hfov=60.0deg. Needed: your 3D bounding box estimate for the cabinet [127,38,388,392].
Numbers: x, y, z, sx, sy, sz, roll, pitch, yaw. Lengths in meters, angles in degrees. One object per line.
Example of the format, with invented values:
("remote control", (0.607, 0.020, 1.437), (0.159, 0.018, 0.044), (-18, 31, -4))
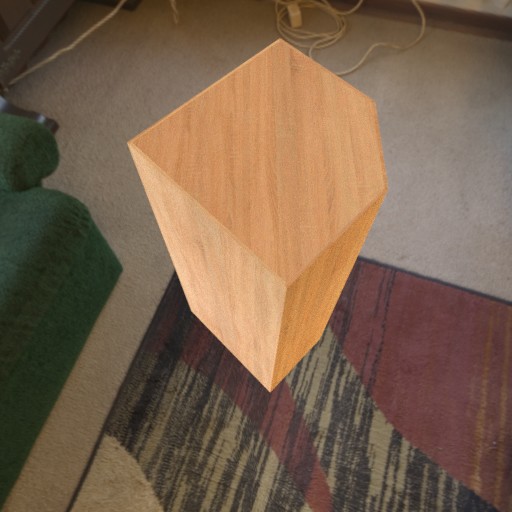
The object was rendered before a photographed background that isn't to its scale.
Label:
("cabinet", (0.000, 0.000, 2.823), (1.094, 2.120, 1.327), (0, 63, 0))
